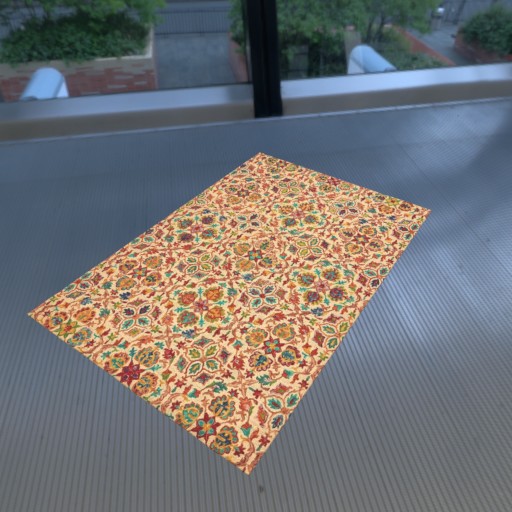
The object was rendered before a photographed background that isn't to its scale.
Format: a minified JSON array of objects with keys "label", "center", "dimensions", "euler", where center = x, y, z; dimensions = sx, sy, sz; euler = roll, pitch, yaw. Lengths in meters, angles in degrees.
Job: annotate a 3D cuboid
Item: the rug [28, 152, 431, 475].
[{"label":"rug","center":[0.000,0.000,2.293],"dimensions":[1.226,0.013,1.838],"euler":[25,47,26]}]
